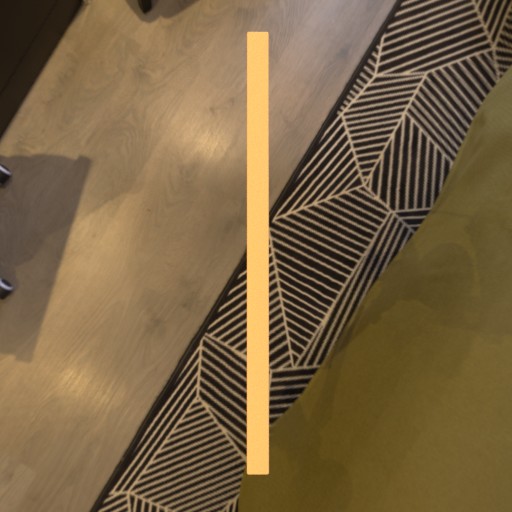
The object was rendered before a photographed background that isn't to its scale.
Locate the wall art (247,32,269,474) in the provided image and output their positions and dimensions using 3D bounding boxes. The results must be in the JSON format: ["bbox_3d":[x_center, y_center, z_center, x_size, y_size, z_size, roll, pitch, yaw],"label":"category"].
[{"bbox_3d":[0.000,0.000,1.141,0.037,0.761,0.761,0,89,-1],"label":"wall art"}]
